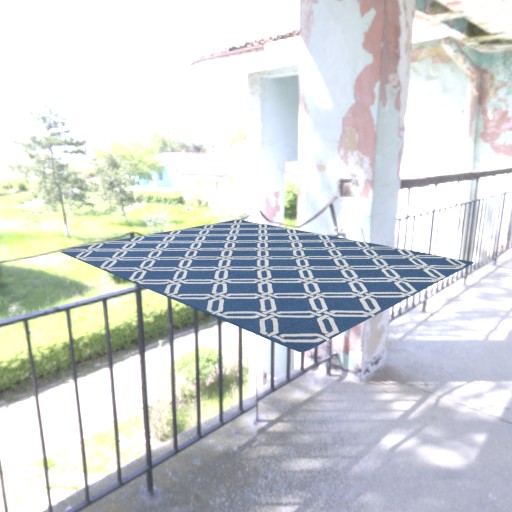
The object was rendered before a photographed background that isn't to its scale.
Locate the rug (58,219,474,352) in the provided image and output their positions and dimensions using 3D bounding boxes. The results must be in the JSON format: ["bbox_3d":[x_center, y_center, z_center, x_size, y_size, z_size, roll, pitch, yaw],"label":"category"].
[{"bbox_3d":[0.000,0.000,3.856,2.867,0.020,2.277,14,20,43],"label":"rug"}]
